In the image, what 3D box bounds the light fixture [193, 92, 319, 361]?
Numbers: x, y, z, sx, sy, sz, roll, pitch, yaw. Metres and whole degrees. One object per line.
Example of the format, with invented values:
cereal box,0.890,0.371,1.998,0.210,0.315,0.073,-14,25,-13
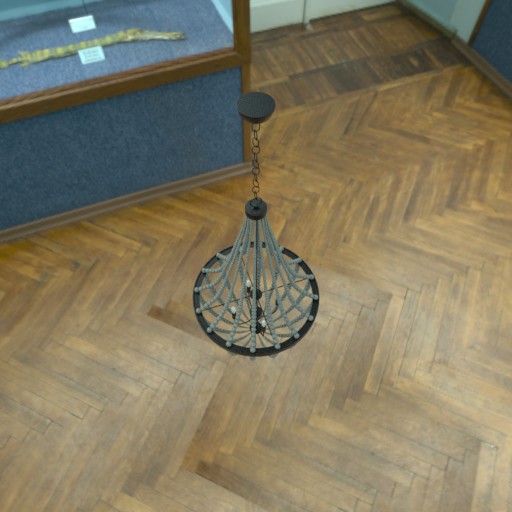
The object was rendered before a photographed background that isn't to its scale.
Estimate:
light fixture,0.000,0.000,1.365,0.450,1.133,0.450,0,58,0
